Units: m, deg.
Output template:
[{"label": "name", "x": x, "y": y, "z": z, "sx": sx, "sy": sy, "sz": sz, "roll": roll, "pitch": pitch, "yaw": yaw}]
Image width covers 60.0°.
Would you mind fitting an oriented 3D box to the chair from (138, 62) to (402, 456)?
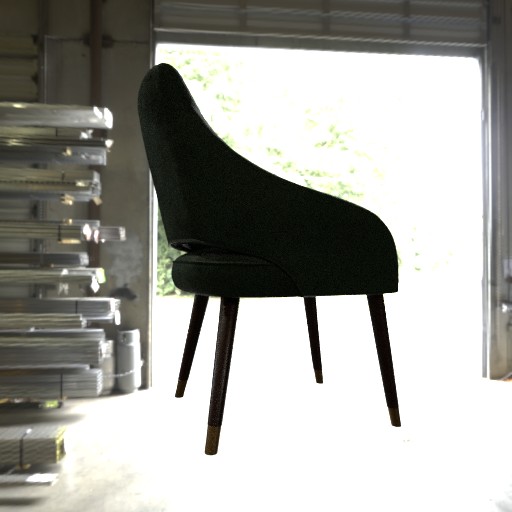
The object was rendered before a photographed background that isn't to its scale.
[{"label": "chair", "x": 0.000, "y": 0.000, "z": 1.537, "sx": 0.794, "sy": 1.081, "sz": 0.683, "roll": 0, "pitch": -1, "yaw": -19}]
